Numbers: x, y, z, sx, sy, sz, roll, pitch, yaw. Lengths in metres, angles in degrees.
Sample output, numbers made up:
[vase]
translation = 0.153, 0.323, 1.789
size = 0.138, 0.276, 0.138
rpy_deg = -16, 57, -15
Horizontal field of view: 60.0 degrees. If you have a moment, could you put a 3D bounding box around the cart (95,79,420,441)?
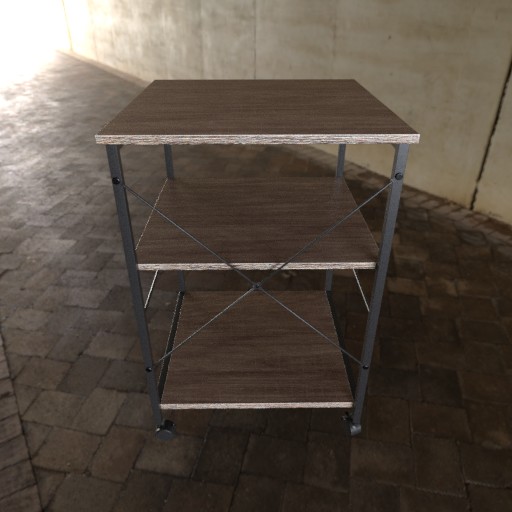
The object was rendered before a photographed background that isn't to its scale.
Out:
[cart]
translation = 0.000, 0.000, 1.127
size = 0.521, 0.762, 0.520
rpy_deg = 0, 31, -1
